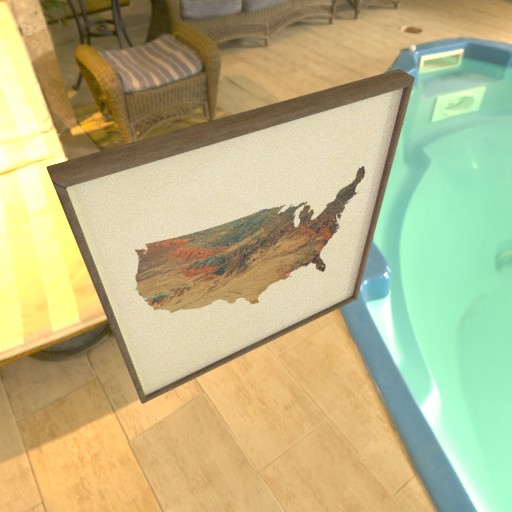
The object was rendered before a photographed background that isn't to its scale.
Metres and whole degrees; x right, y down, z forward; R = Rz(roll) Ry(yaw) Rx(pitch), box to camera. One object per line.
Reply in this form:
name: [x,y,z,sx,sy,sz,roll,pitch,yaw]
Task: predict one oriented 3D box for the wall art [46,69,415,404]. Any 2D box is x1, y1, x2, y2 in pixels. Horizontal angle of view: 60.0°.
wall art: [0.000,0.000,1.094,0.749,0.751,0.050,-22,50,-20]
